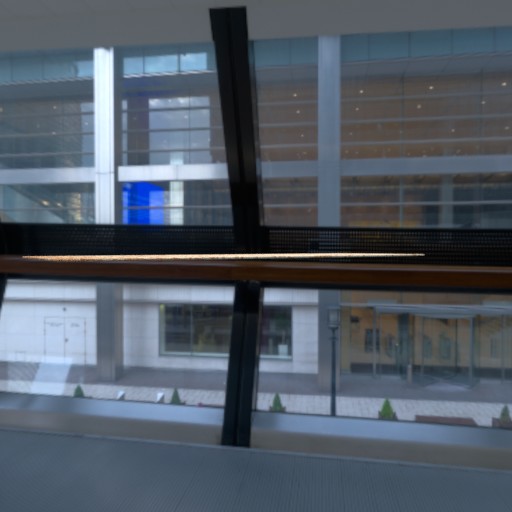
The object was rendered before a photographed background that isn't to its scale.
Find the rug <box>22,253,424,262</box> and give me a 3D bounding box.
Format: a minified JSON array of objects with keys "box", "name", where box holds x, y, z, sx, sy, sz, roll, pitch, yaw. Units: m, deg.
[{"box":[0.000,0.000,2.703,2.435,0.011,0.750,-1,1,-37],"name":"rug"}]
